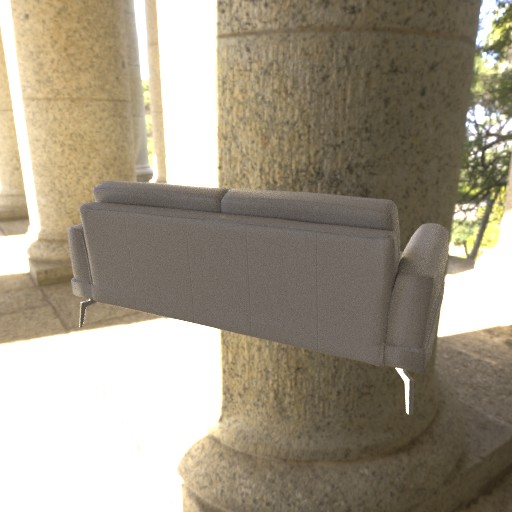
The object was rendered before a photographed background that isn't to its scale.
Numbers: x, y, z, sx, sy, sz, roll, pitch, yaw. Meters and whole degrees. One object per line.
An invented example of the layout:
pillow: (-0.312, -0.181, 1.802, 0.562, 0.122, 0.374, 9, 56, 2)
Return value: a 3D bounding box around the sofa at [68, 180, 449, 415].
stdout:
sofa: (0.000, 0.000, 2.759, 2.177, 0.930, 1.121, 8, 18, 25)
